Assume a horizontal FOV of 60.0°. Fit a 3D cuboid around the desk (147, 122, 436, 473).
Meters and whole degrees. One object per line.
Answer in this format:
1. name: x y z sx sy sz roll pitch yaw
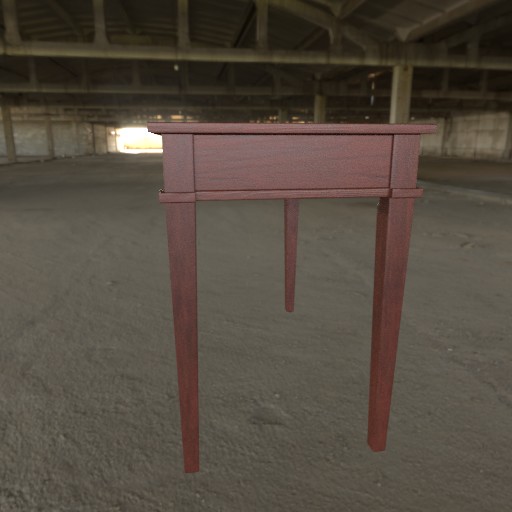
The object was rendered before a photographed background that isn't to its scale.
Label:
1. desk: 0.000 0.000 1.390 0.549 0.762 1.001 -2 15 -9
